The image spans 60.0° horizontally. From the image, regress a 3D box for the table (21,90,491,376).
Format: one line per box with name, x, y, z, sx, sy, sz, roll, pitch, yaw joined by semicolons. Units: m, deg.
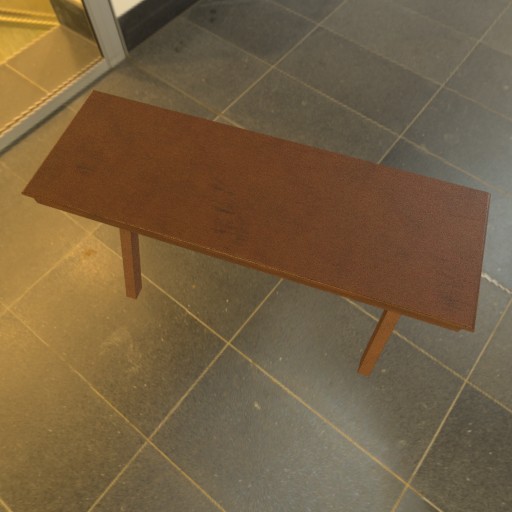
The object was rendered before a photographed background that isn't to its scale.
table;0.000;0.000;1.523;1.197;0.763;0.399;17;65;8
